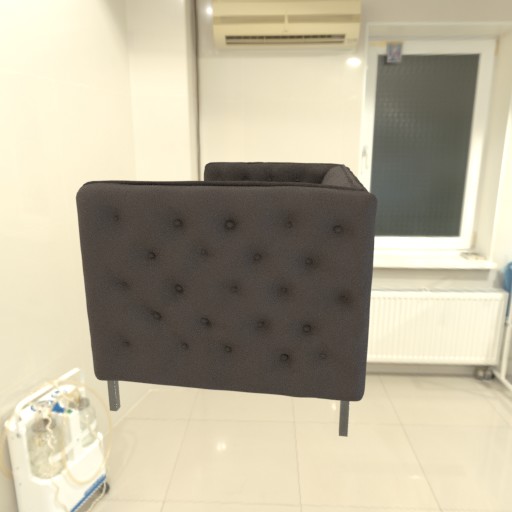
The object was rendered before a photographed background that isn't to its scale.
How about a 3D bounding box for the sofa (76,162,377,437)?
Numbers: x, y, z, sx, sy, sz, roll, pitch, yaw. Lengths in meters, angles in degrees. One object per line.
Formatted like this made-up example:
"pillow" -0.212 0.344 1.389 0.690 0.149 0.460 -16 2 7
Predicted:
"sofa" 0.000 0.000 2.078 0.909 0.810 1.583 2 14 9
